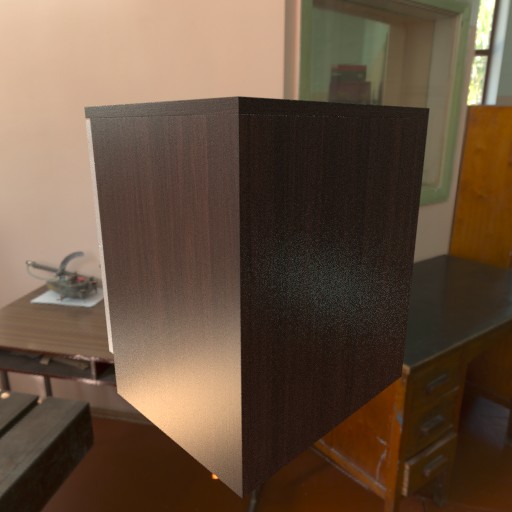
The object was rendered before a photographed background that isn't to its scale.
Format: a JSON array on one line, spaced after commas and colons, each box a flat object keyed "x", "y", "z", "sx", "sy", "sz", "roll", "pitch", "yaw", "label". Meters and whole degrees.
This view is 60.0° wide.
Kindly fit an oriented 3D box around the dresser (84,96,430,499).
[{"x": 0.000, "y": 0.000, "z": 0.741, "sx": 0.400, "sy": 0.470, "sz": 0.360, "roll": -15, "pitch": 22, "yaw": -42, "label": "dresser"}]
